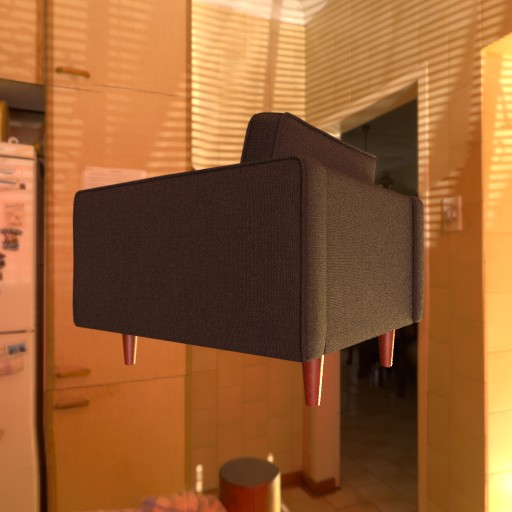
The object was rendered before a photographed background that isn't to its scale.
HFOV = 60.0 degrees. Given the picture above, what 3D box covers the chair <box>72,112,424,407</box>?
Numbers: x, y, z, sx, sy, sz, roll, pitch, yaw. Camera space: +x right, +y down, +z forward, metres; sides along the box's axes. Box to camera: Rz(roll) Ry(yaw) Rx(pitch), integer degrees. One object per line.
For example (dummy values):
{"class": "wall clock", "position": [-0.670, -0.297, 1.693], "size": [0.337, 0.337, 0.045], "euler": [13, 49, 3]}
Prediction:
{"class": "chair", "position": [0.000, 0.000, 1.566], "size": [0.919, 0.770, 0.899], "euler": [0, -1, 37]}
